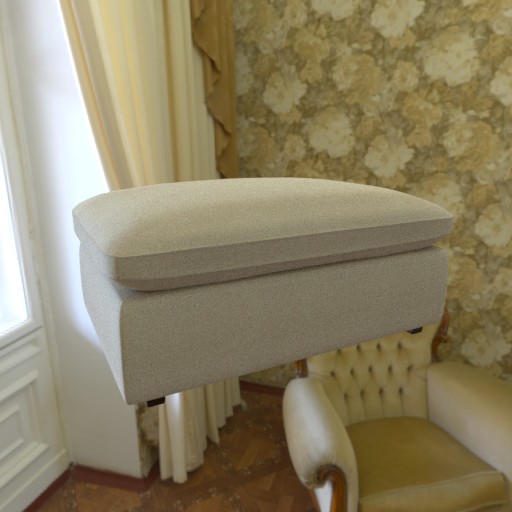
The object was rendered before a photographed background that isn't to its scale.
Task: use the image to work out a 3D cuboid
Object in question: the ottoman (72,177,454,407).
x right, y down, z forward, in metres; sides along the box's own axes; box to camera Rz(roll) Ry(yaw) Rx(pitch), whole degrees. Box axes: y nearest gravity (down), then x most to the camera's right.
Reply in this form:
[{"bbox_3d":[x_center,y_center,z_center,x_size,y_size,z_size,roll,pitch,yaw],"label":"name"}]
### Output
[{"bbox_3d":[0.000,0.000,1.364,0.984,0.453,0.686,-8,17,-27],"label":"ottoman"}]
